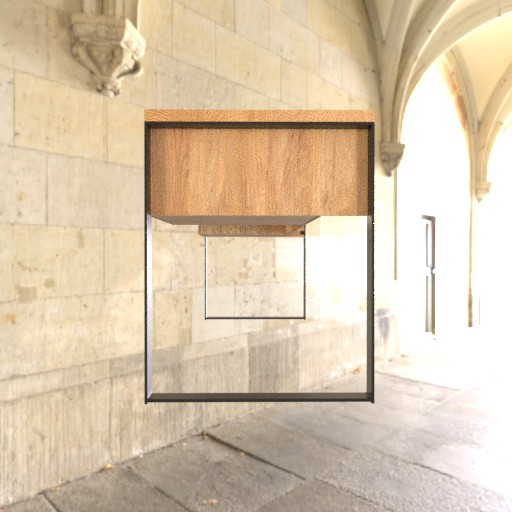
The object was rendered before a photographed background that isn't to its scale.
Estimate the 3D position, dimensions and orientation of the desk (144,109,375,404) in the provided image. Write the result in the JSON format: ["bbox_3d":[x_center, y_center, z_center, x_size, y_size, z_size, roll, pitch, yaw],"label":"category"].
[{"bbox_3d":[0.000,0.000,1.905,0.600,0.760,1.520,0,0,-1],"label":"desk"}]
